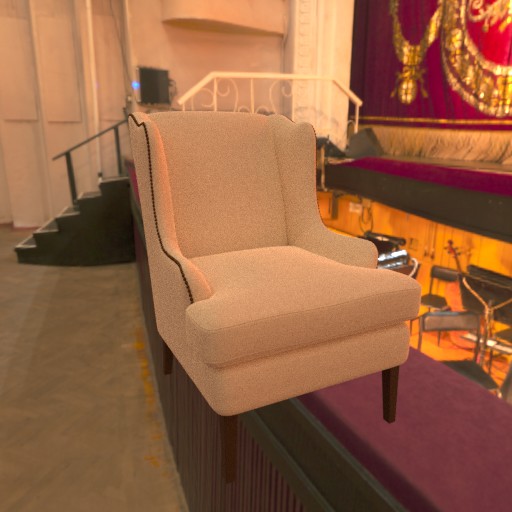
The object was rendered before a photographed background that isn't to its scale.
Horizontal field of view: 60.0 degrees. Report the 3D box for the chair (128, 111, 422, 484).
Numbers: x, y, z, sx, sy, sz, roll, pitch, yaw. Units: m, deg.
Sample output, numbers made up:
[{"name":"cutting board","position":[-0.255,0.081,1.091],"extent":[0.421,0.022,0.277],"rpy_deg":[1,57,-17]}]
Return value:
[{"name":"chair","position":[0.000,0.000,1.615],"extent":[0.737,1.029,0.940],"rpy_deg":[-8,18,-25]}]
